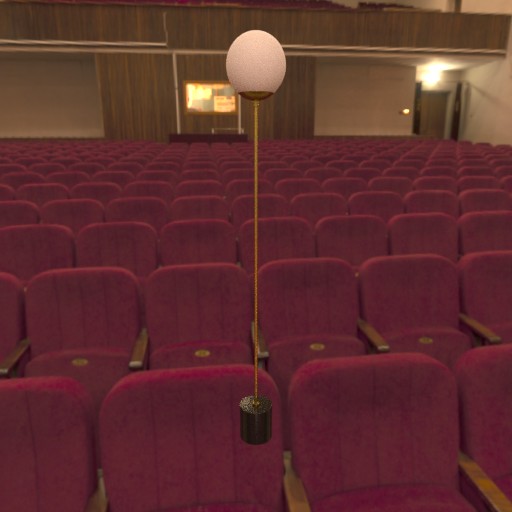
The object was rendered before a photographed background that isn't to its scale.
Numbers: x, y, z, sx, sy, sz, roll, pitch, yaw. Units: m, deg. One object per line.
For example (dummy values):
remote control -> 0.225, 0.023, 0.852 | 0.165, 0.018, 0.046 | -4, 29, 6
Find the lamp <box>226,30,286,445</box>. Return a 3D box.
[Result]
lamp -> 0.000, 0.000, 1.885 | 0.229, 1.748, 0.229 | -2, 14, -7
